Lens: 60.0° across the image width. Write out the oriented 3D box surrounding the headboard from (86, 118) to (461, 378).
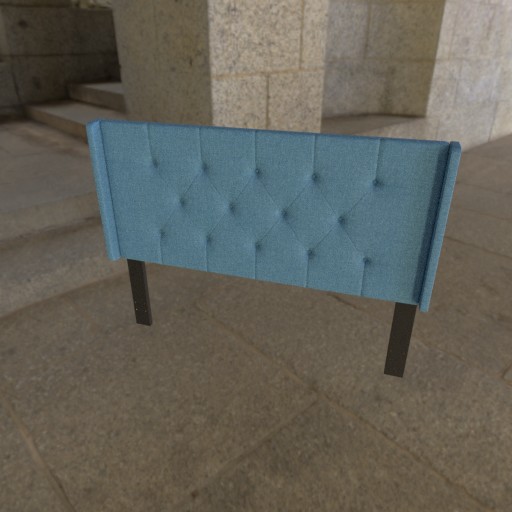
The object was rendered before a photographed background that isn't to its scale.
[{"bbox_3d":[0.000,0.000,2.740,2.051,1.524,0.184,8,28,16],"label":"headboard"}]
